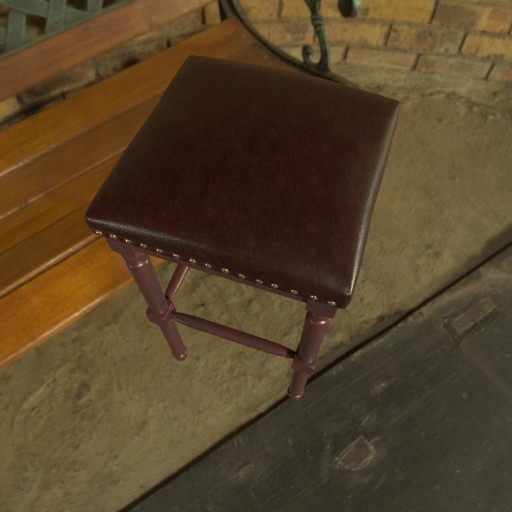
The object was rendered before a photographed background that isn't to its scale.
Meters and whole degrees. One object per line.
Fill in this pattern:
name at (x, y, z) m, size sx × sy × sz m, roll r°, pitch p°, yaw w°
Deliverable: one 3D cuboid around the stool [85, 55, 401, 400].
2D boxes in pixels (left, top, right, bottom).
stool at (0.000, 0.000, 0.928) m, size 0.383 × 0.702 × 0.382 m, roll 16°, pitch 61°, yaw 9°
